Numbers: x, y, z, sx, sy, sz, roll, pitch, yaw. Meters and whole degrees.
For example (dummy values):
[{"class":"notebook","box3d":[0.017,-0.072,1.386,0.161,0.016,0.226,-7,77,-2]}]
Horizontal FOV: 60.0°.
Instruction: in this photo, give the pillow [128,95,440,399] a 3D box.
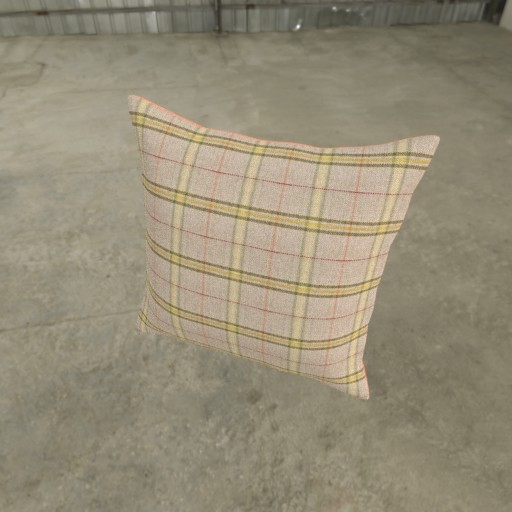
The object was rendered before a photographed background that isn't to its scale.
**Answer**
[{"class":"pillow","box3d":[0.000,0.000,0.713,0.453,0.430,0.200,13,42,15]}]
